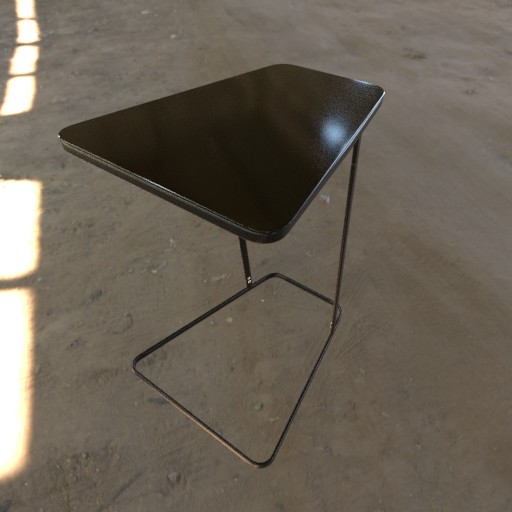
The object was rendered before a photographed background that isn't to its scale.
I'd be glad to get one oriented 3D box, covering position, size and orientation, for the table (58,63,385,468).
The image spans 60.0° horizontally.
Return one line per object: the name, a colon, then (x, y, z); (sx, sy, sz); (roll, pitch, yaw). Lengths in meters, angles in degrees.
table: (0.000, 0.000, 0.945); (0.427, 0.624, 0.500); (27, 48, 27)
